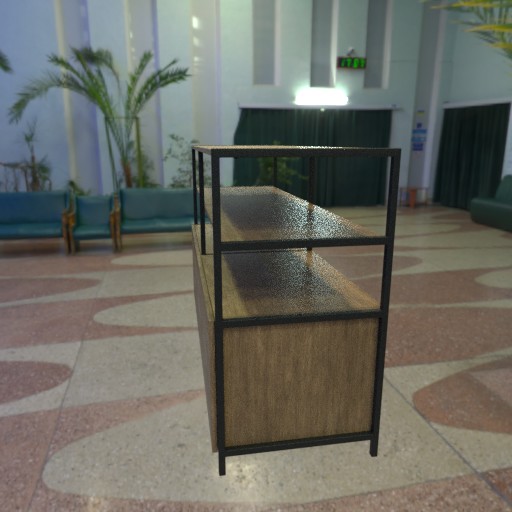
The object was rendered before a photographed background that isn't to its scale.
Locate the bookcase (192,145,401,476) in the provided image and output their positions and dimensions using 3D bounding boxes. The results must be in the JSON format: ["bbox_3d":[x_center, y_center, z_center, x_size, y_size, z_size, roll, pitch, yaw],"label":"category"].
[{"bbox_3d":[0.000,0.000,1.481,0.391,0.712,1.149,-2,14,-10],"label":"bookcase"}]
